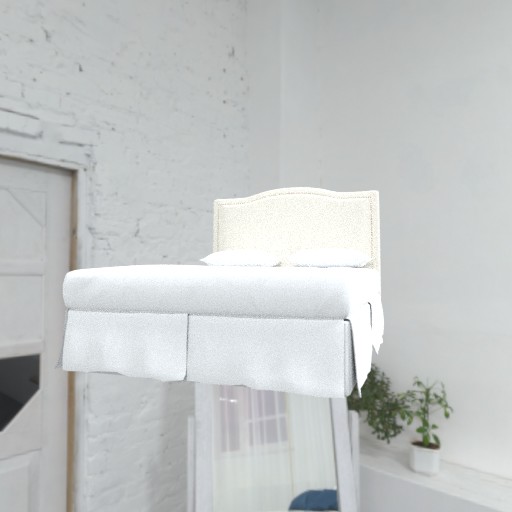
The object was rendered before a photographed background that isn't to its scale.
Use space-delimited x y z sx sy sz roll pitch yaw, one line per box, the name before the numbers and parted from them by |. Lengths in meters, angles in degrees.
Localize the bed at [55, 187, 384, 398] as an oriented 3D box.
bed | 0.000 0.000 3.436 1.821 1.436 2.282 -1 -2 19
